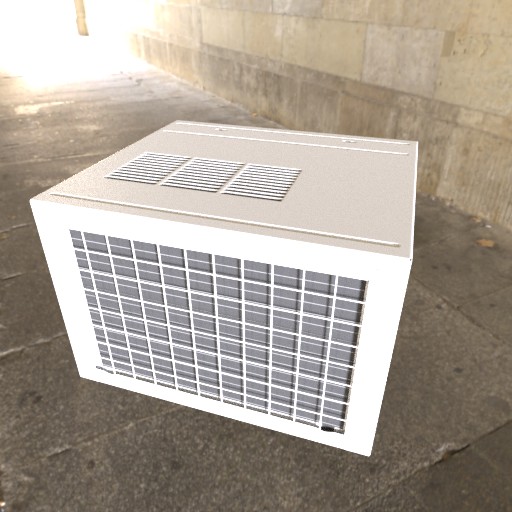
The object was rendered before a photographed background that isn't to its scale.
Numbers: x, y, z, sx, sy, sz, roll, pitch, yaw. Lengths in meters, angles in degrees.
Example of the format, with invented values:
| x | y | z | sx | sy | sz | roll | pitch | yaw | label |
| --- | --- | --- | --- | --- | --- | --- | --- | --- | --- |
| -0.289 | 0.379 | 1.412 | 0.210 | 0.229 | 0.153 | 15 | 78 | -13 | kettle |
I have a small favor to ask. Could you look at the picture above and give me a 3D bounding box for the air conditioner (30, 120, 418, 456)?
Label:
| x | y | z | sx | sy | sz | roll | pitch | yaw | label |
| --- | --- | --- | --- | --- | --- | --- | --- | --- | --- |
| 0.000 | 0.000 | 1.048 | 0.645 | 0.455 | 0.599 | 10 | 33 | 15 | air conditioner |
